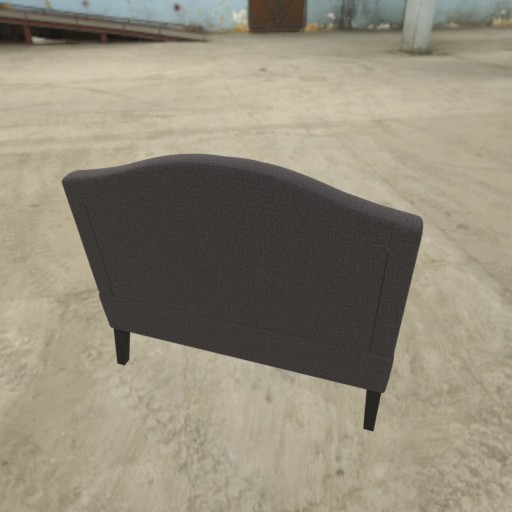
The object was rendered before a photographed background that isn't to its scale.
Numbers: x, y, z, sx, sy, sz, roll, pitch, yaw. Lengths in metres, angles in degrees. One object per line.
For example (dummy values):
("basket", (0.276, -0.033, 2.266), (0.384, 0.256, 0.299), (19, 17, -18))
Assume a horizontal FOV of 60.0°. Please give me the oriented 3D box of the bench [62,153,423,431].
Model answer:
("bench", (0.000, 0.000, 2.061), (1.335, 1.180, 0.815), (10, 33, 16))
